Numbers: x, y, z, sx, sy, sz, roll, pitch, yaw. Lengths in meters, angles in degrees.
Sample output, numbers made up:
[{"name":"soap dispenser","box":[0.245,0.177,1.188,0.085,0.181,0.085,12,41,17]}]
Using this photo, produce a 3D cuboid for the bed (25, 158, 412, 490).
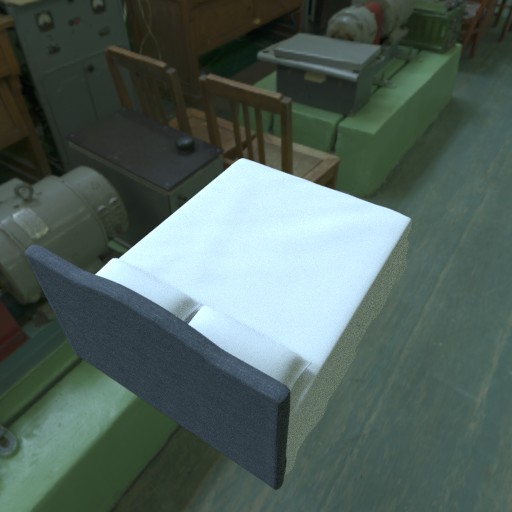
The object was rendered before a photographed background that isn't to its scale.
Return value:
[{"name":"bed","box":[0.000,0.000,3.863,2.161,1.457,2.689,24,50,22]}]
